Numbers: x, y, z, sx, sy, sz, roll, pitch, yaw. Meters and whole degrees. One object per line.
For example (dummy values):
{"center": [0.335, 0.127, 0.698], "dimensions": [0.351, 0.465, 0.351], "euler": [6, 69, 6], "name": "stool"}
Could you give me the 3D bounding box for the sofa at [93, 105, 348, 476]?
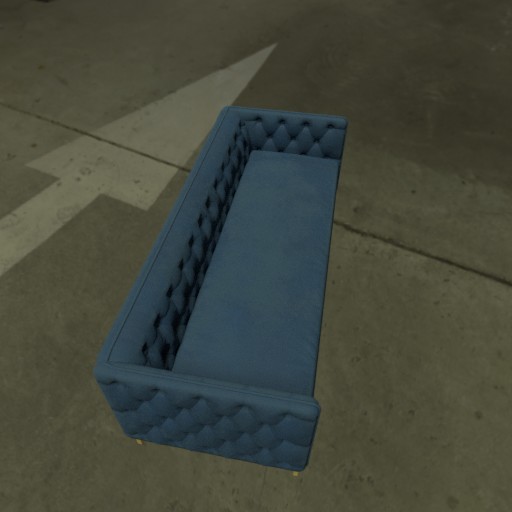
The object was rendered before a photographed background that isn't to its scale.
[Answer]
{"center": [0.000, 0.000, 2.639], "dimensions": [0.895, 0.771, 2.209], "euler": [8, 47, 8], "name": "sofa"}
